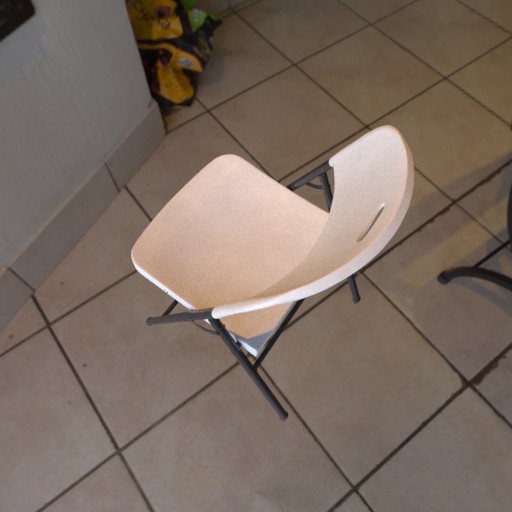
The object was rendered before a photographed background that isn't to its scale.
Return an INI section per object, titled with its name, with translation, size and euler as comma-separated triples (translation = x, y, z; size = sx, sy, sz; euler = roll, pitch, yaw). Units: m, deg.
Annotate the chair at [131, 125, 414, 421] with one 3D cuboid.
[chair]
translation = 0.000, 0.000, 1.153
size = 0.566, 0.810, 0.494
euler = 31, 66, 15
